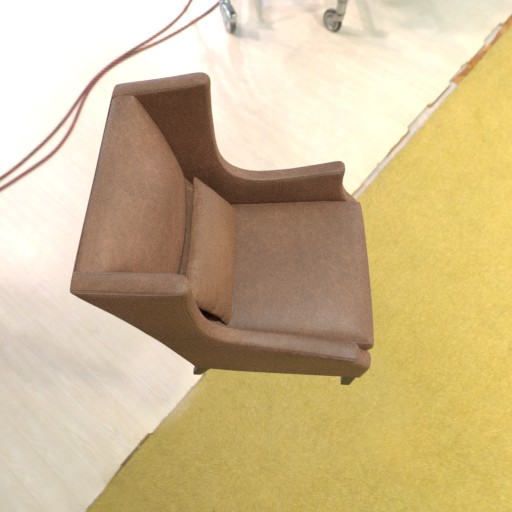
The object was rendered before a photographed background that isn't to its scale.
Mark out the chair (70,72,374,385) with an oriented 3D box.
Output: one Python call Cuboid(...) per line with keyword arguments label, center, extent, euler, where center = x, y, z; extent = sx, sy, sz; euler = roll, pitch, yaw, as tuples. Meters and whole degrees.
Cuboid(label="chair", center=(0.000, 0.000, 1.689), extent=(0.913, 1.088, 0.815), euler=(1, 64, 1))
